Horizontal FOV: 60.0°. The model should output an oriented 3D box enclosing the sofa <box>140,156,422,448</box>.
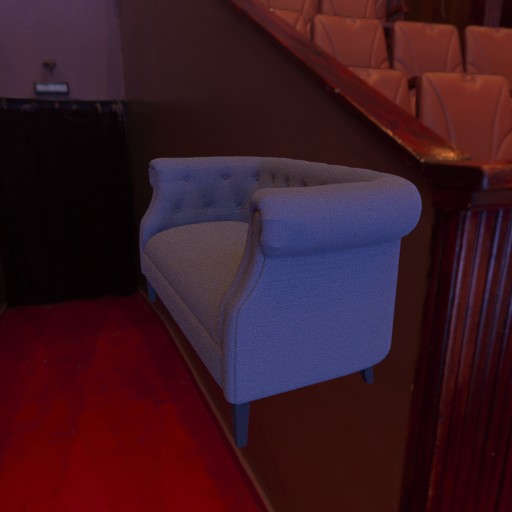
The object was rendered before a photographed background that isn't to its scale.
[{"bbox_3d":[0.000,0.000,2.057,0.835,0.827,1.558,-7,18,-24],"label":"sofa"}]
